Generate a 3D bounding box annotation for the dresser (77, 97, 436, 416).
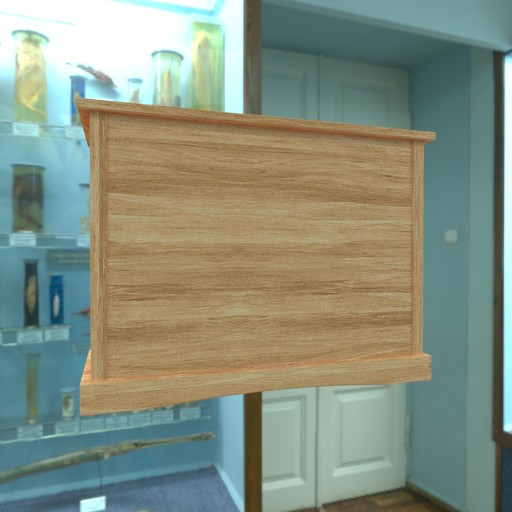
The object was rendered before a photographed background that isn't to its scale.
[{"bbox_3d":[0.000,0.000,1.364,0.990,0.740,0.410,0,0,-17],"label":"dresser"}]
